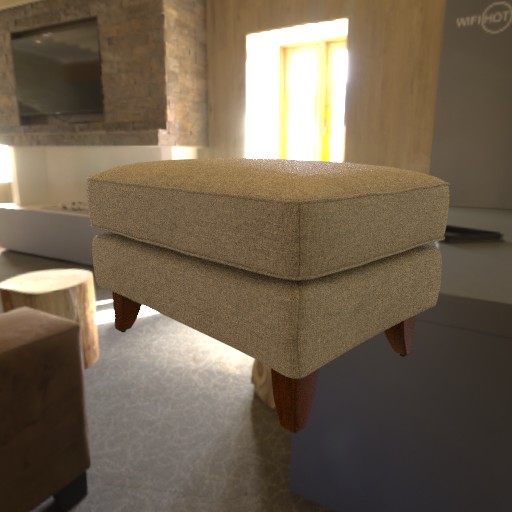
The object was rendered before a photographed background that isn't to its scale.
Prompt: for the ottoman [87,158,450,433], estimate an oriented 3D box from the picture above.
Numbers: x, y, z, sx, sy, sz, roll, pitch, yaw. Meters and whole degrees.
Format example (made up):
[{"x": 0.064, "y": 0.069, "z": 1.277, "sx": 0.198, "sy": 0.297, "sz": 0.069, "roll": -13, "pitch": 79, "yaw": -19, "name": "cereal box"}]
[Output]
[{"x": 0.000, "y": 0.000, "z": 1.315, "sx": 0.661, "sy": 0.561, "sz": 0.889, "roll": -13, "pitch": 19, "yaw": -43, "name": "ottoman"}]
